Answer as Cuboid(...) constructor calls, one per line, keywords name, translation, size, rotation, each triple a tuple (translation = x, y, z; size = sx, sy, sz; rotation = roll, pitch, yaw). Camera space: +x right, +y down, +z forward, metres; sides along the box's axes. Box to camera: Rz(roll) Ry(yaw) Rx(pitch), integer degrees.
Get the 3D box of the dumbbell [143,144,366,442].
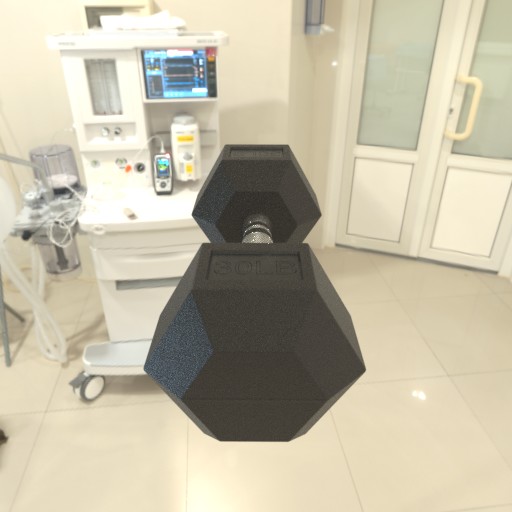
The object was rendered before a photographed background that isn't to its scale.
Cuboid(name="dumbbell", translation=(0.000, 0.000, 0.406), size=(0.142, 0.123, 0.337), rotation=(0, 30, 0))
